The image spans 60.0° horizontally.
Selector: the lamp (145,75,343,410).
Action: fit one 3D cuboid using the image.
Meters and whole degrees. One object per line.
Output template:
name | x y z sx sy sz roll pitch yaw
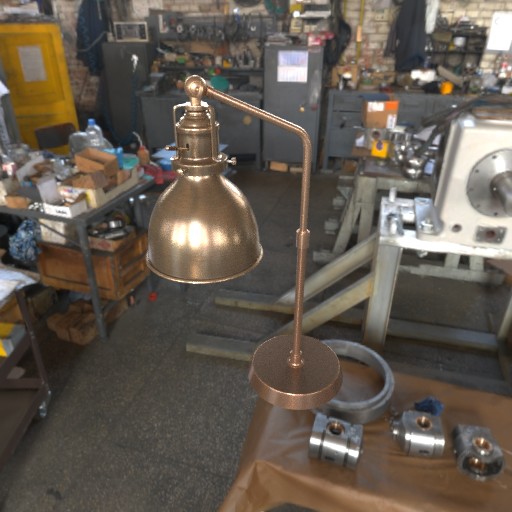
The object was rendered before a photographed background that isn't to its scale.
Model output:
lamp | 0.000 0.000 0.594 0.286 0.456 0.153 -8 30 -14
